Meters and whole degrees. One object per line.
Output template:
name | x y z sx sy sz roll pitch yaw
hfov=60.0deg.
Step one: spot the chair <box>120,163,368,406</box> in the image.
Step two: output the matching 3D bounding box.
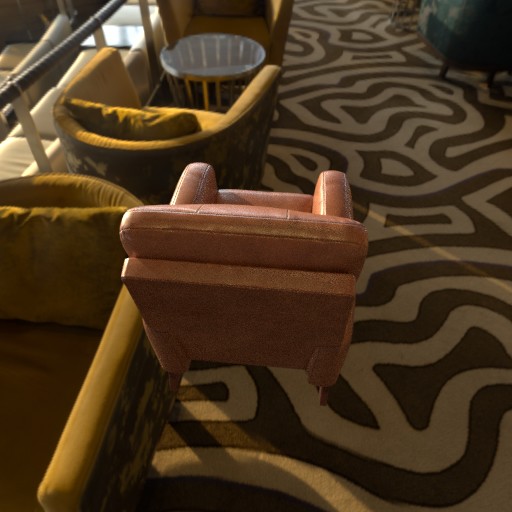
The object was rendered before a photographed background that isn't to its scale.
chair | 0.000 0.000 1.730 0.762 0.990 0.990 4 46 4
